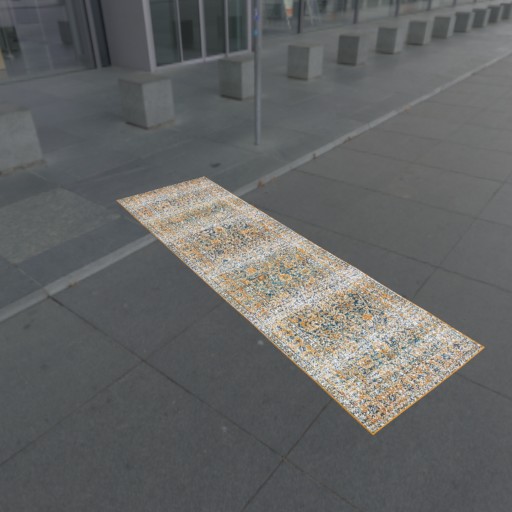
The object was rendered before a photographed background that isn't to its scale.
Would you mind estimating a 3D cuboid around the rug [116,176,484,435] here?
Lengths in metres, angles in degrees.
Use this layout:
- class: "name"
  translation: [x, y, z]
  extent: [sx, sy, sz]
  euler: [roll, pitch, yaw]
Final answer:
- class: "rug"
  translation: [0.000, 0.000, 2.465]
  extent: [0.704, 0.014, 2.294]
  euler: [-22, 39, -30]
